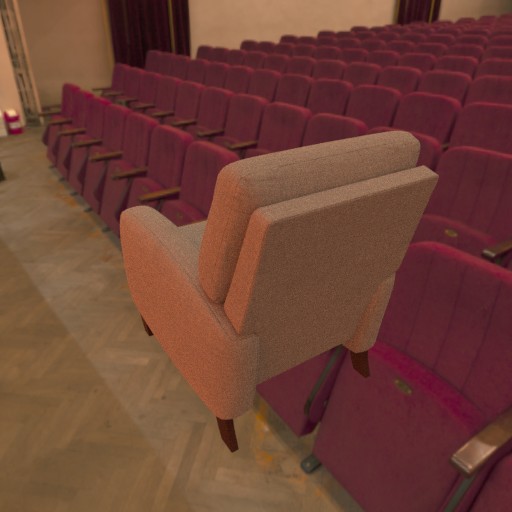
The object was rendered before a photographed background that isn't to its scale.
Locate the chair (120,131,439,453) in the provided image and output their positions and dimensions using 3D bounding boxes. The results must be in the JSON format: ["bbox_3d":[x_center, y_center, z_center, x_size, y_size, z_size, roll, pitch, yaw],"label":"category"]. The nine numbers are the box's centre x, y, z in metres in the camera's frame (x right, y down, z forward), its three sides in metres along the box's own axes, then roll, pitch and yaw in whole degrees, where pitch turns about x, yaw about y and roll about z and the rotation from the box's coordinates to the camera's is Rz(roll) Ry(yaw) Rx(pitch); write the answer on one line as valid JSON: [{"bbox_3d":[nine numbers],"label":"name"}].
[{"bbox_3d":[0.000,0.000,1.657,0.762,0.990,0.990,-18,33,-29],"label":"chair"}]
